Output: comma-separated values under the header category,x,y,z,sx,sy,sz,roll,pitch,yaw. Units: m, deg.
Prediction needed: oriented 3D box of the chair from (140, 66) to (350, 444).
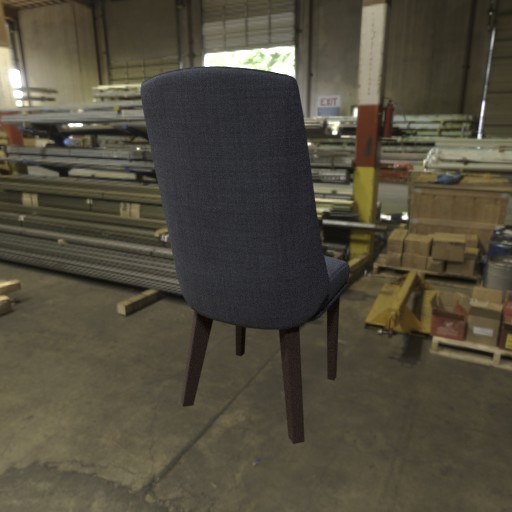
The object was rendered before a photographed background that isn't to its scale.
category,x,y,z,sx,sy,sz,roll,pitch,yaw
chair,0.000,0.000,1.395,0.510,1.050,0.577,8,19,25
